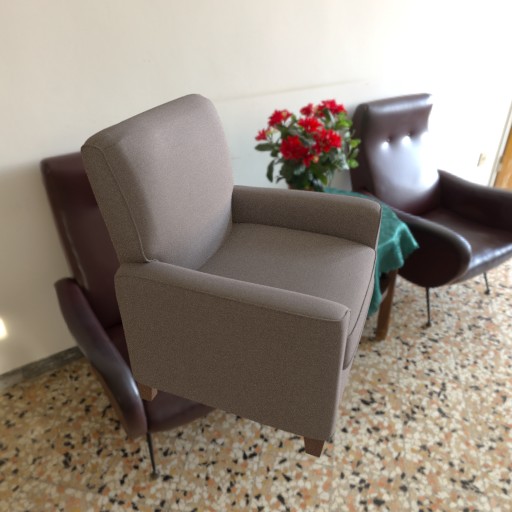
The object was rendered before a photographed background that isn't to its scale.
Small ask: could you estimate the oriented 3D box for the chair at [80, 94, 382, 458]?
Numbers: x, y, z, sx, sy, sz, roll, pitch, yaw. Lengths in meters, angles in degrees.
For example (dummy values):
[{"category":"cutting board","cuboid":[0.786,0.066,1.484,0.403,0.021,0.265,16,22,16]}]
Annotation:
[{"category":"chair","cuboid":[0.000,0.000,1.656,0.859,1.023,0.845,11,33,18]}]
